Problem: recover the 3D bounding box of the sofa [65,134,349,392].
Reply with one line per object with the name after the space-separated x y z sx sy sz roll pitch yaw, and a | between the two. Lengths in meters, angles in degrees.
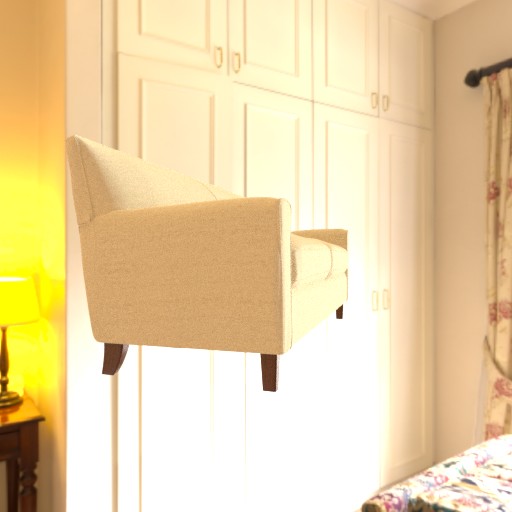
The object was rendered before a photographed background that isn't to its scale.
0.000 0.000 2.445 0.841 0.907 2.001 0 0 18 | sofa
